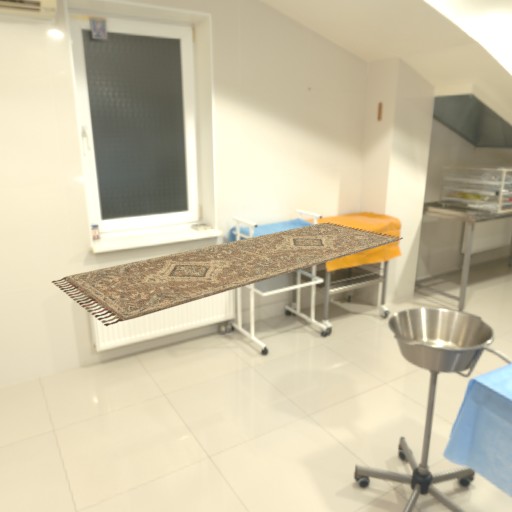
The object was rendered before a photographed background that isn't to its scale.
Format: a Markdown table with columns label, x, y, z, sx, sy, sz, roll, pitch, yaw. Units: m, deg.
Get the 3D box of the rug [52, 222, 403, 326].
| label | x | y | z | sx | sy | sz | roll | pitch | yaw |
| --- | --- | --- | --- | --- | --- | --- | --- | --- | --- |
| rug | 0.000 | 0.000 | 2.817 | 2.378 | 0.018 | 1.324 | -8 | 18 | -24 |
